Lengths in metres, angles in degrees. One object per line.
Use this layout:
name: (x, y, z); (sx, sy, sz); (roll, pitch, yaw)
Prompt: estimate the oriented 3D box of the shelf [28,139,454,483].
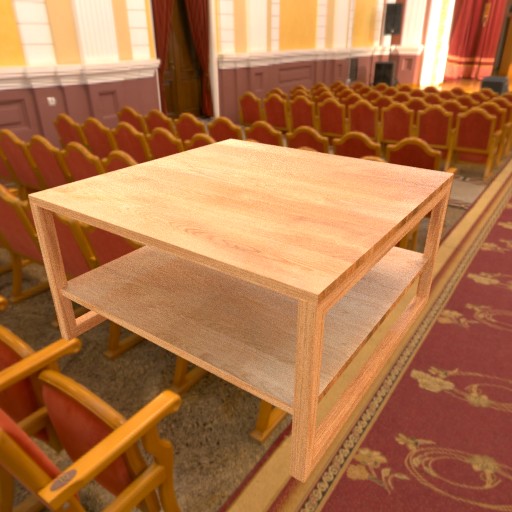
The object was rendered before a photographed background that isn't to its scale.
shelf: (0.000, 0.000, 1.417); (0.899, 0.480, 0.899); (18, 32, 31)
